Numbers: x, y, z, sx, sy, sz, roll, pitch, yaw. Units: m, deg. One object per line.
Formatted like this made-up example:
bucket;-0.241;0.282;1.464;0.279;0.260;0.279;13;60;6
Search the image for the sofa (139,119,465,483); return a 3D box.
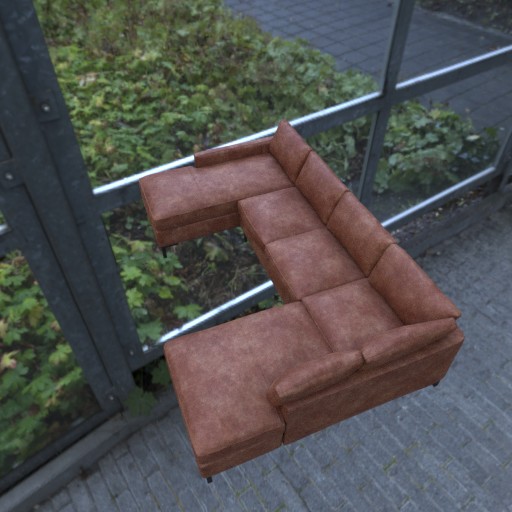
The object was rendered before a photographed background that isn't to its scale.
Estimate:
sofa;0.000;0.000;3.828;1.939;0.900;2.956;-16;47;-15
